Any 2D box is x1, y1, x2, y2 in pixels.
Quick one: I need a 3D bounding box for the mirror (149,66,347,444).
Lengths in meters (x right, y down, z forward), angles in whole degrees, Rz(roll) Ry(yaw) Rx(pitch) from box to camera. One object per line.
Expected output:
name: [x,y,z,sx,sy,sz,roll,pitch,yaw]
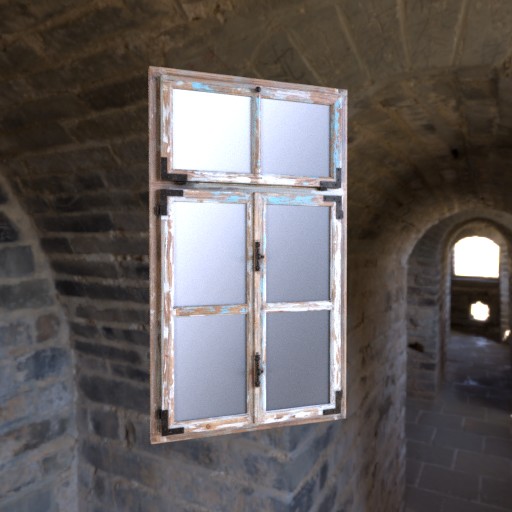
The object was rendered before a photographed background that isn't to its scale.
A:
mirror: [0.000,0.000,1.523,0.707,1.213,0.083,0,1,-18]
